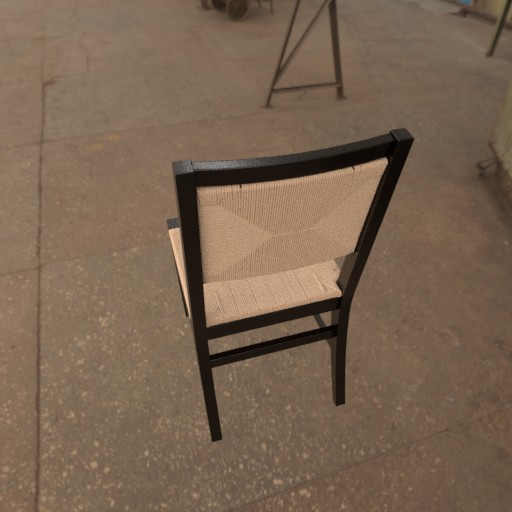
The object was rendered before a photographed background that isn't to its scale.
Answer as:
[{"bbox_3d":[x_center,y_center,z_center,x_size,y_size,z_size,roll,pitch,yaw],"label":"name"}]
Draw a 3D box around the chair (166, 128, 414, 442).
[{"bbox_3d":[0.000,0.000,1.247,0.437,0.927,0.552,-11,43,-13],"label":"chair"}]
